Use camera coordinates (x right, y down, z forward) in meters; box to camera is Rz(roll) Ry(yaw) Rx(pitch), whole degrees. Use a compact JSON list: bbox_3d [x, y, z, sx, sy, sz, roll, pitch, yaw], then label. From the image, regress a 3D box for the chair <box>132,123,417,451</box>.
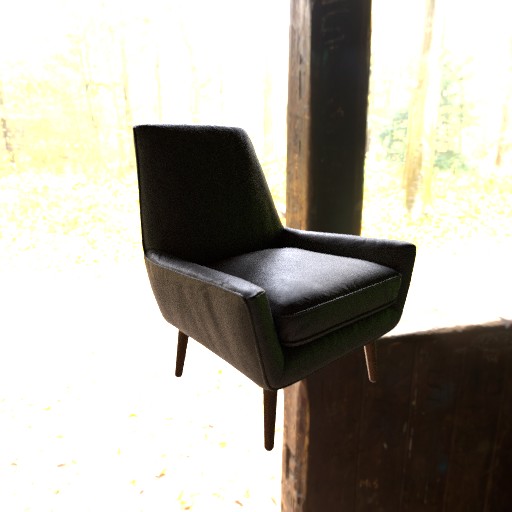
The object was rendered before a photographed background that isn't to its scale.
[{"bbox_3d":[0.000,0.000,1.519,0.787,0.888,0.822,-13,19,-42],"label":"chair"}]
